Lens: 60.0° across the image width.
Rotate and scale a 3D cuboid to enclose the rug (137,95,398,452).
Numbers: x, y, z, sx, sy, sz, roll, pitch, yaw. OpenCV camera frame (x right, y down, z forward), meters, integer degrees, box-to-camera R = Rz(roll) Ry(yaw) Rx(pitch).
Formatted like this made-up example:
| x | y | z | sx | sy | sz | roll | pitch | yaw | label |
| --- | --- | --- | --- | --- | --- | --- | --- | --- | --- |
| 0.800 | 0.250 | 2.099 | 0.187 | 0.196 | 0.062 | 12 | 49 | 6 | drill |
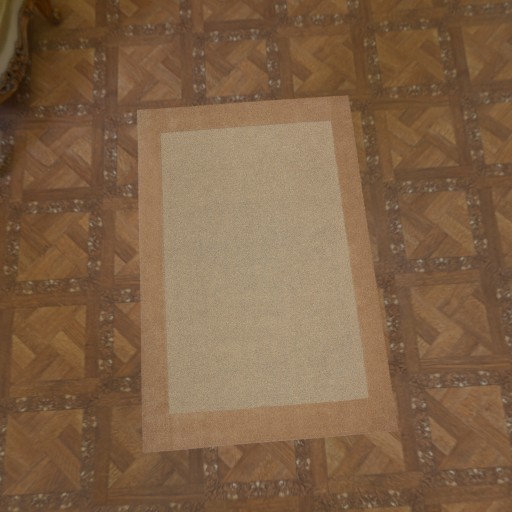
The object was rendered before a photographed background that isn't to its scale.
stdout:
| x | y | z | sx | sy | sz | roll | pitch | yaw | label |
| --- | --- | --- | --- | --- | --- | --- | --- | --- | --- |
| 0.000 | 0.000 | 2.330 | 1.219 | 0.014 | 1.829 | -4 | 76 | -1 | rug |
